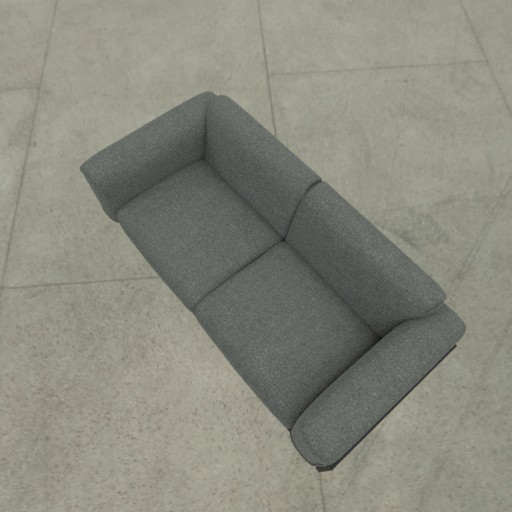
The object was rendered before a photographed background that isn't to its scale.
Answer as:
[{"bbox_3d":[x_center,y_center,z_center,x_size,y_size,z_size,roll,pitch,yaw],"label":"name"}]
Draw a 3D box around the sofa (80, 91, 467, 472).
[{"bbox_3d":[0.000,0.000,2.537,0.985,0.703,2.125,-37,69,-17],"label":"sofa"}]
